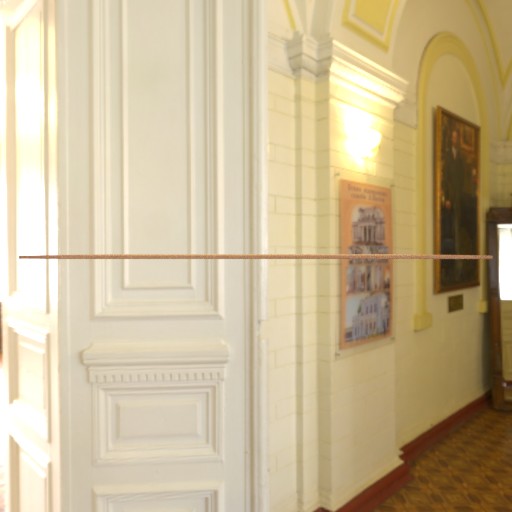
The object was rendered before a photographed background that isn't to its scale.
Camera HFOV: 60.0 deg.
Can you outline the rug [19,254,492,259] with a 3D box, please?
[{"bbox_3d":[0.000,0.000,2.315,1.829,0.014,1.219,0,0,0],"label":"rug"}]
